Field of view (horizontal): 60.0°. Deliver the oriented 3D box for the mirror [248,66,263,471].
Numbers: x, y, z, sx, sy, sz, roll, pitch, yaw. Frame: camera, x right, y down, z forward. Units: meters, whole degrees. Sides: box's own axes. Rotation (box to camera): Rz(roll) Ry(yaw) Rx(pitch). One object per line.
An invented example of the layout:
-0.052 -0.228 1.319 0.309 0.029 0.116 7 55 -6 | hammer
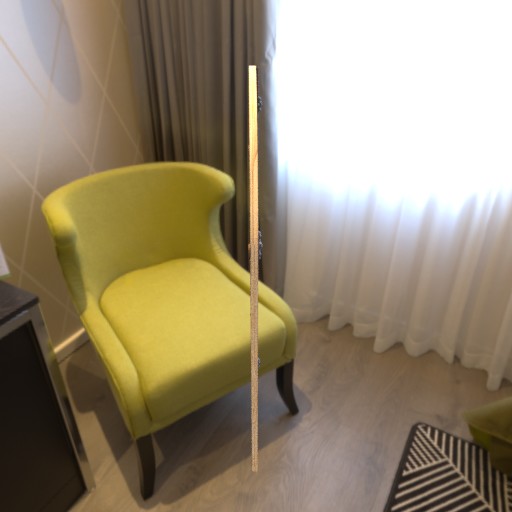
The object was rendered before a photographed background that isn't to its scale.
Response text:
0.000 0.000 1.154 0.032 0.915 0.609 0 31 -1 | mirror
